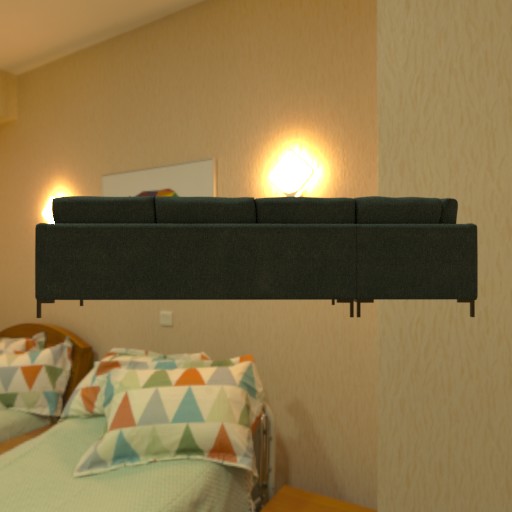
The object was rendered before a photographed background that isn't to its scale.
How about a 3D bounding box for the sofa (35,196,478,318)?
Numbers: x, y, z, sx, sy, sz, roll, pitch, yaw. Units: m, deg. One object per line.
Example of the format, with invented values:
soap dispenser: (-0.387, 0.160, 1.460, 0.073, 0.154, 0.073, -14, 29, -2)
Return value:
sofa: (0.000, 0.000, 3.878, 2.949, 0.815, 2.007, 0, 0, -1)
